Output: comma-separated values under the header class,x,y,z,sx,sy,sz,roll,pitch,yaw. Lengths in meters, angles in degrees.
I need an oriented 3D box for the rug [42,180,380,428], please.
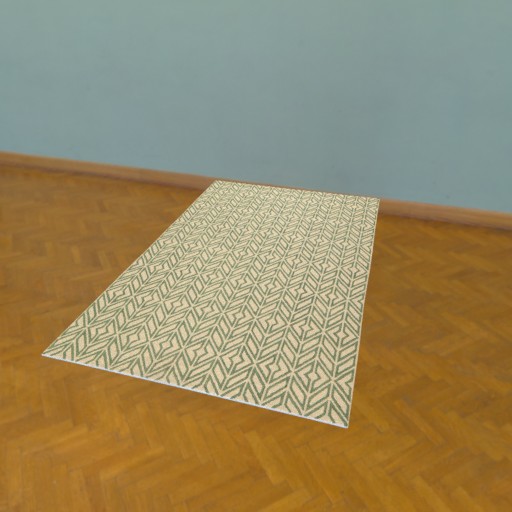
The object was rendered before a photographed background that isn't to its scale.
class,x,y,z,sx,sy,sz,roll,pitch,yaw
rug,0.000,0.000,3.026,1.517,0.011,2.435,9,32,14
